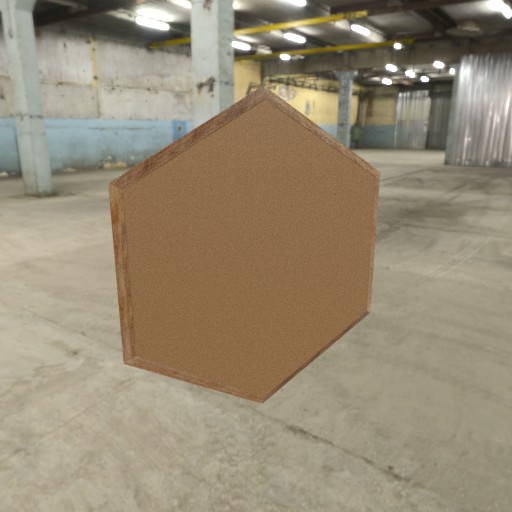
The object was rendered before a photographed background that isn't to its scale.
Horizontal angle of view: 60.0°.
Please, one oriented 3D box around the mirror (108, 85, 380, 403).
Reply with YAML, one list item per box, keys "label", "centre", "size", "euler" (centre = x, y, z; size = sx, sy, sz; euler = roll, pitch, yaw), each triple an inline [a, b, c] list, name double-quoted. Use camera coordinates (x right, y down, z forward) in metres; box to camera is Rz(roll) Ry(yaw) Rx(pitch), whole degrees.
- label: "mirror"
  centre: [0.000, 0.000, 1.088]
  size: [0.675, 0.779, 0.091]
  euler: [-7, 17, -25]
